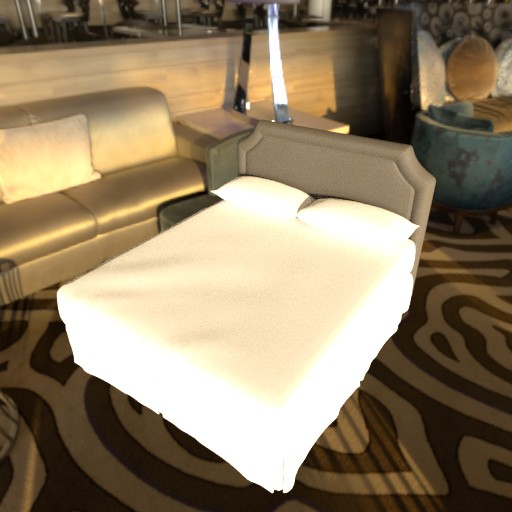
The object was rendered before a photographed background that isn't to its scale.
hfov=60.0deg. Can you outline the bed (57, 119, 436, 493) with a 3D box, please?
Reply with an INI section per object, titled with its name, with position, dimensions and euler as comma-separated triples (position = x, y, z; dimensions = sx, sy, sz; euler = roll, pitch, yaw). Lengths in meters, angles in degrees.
[bed]
position = 0.000, 0.000, 3.744
dimensions = 2.194, 1.561, 2.536
euler = 20, 36, 29
